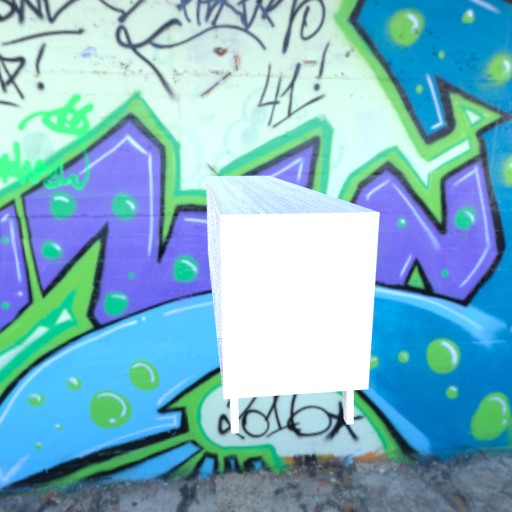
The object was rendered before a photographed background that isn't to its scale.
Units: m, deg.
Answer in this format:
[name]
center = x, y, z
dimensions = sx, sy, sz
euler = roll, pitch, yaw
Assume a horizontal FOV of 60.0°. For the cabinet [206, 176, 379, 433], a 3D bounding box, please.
[cabinet]
center = 0.000, 0.000, 2.514
dimensions = 0.500, 0.780, 2.200
euler = -2, 13, -7
